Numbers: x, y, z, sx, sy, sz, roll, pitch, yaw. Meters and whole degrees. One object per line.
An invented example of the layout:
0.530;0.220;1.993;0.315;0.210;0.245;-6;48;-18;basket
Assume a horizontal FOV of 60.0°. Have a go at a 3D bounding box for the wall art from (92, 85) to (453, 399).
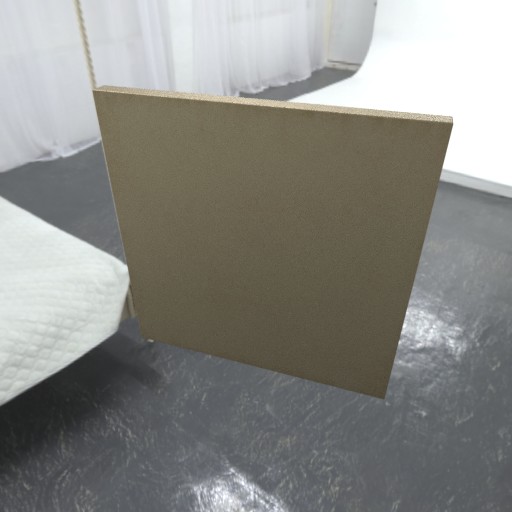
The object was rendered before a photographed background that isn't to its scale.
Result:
0.000;0.000;0.744;0.503;0.506;0.030;11;35;15;wall art
